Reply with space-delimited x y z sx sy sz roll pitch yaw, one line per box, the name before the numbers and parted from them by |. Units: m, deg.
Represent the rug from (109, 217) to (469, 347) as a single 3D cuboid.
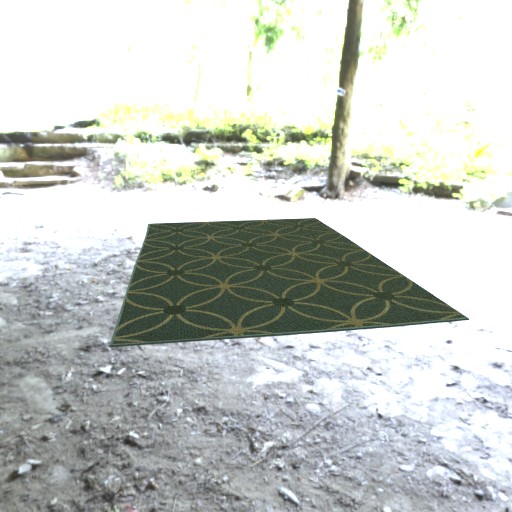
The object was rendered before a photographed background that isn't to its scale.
rug | 0.000 0.000 2.884 1.522 0.008 2.284 -3 17 -9
